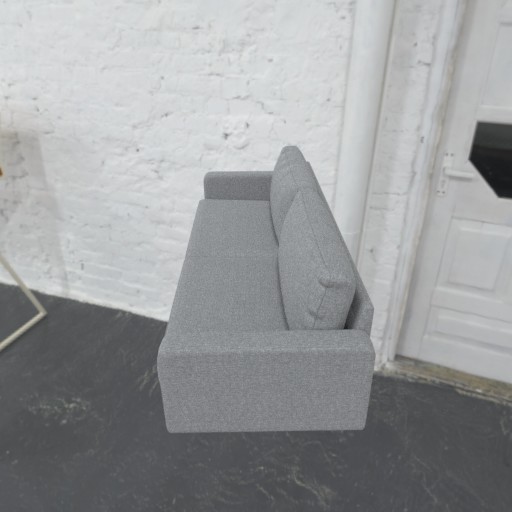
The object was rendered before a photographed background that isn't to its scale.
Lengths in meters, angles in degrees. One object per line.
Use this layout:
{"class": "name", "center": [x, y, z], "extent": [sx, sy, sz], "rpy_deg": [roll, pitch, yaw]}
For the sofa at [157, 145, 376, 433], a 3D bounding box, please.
{"class": "sofa", "center": [0.000, 0.000, 2.714], "extent": [0.880, 0.880, 2.200], "rpy_deg": [-1, 28, -1]}
